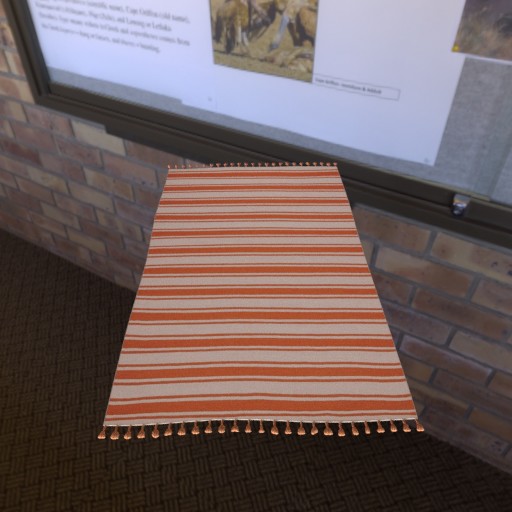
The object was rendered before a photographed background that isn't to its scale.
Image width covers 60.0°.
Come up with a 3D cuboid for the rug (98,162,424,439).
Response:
[{"bbox_3d":[0.000,0.000,2.457,1.232,0.017,2.092,-1,41,-1],"label":"rug"}]
